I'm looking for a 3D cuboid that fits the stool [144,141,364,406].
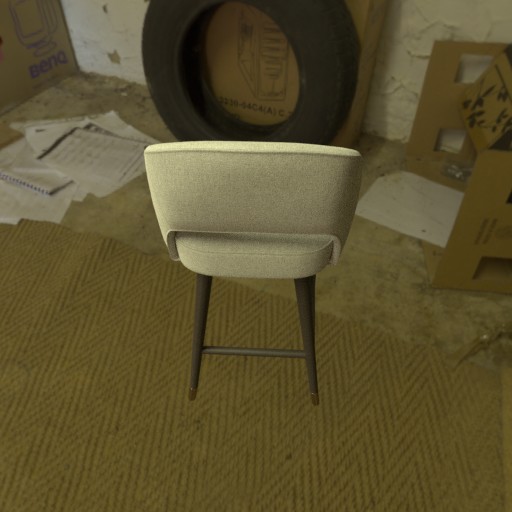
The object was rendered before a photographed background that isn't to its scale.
[{"bbox_3d":[0.000,0.000,1.289,0.494,1.037,0.509,2,46,2],"label":"stool"}]
